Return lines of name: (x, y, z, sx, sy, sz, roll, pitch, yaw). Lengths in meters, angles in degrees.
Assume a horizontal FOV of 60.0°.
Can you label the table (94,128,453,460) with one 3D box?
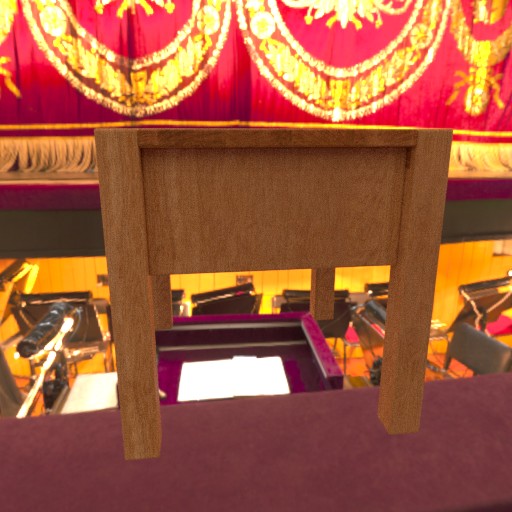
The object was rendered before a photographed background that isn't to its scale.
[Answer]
table: (0.000, 0.000, 0.821, 0.440, 0.450, 0.480, -2, 16, -8)
